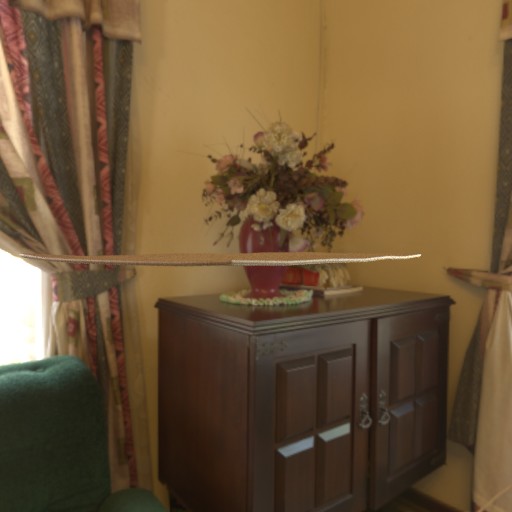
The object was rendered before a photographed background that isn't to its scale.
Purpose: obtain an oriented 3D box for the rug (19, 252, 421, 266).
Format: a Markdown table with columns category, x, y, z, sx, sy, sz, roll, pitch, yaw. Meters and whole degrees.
| category | x | y | z | sx | sy | sz | roll | pitch | yaw |
| --- | --- | --- | --- | --- | --- | --- | --- | --- | --- |
| rug | 0.000 | 0.000 | 3.034 | 1.553 | 0.053 | 2.430 | 1 | 2 | 36 |
